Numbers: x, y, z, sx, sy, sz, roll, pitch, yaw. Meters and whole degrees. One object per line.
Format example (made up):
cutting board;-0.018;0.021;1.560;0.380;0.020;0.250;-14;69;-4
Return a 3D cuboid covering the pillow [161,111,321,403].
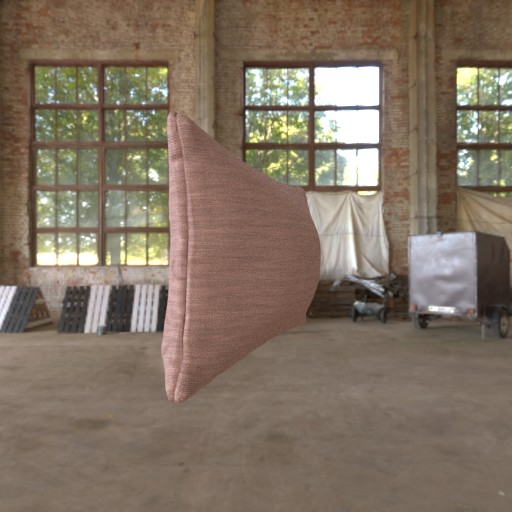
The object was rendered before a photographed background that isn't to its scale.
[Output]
pillow;0.000;0.000;0.806;0.210;0.338;0.633;0;0;19
